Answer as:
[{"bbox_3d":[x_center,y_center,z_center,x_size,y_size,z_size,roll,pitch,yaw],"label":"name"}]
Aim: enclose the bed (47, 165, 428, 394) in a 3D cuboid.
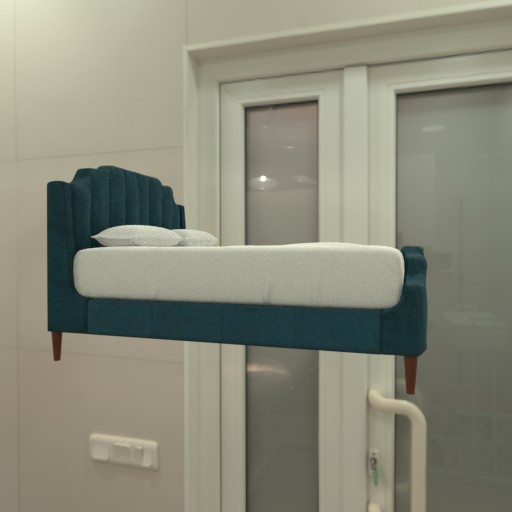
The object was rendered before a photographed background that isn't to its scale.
[{"bbox_3d":[0.000,0.000,3.302,2.322,1.351,1.676,0,1,18],"label":"bed"}]
